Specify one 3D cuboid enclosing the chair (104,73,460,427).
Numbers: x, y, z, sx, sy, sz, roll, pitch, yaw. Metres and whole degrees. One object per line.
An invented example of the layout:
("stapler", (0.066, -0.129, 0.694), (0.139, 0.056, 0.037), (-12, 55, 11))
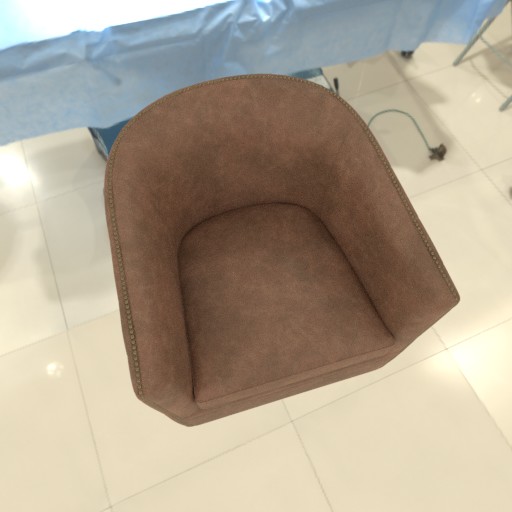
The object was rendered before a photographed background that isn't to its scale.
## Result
("chair", (0.000, 0.000, 1.511), (0.850, 0.790, 0.870), (-15, 63, -8))
